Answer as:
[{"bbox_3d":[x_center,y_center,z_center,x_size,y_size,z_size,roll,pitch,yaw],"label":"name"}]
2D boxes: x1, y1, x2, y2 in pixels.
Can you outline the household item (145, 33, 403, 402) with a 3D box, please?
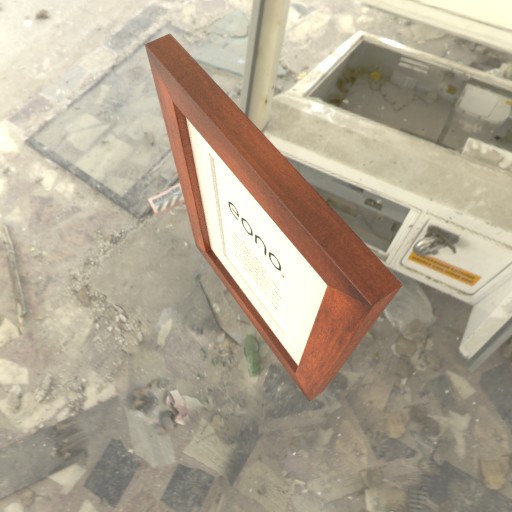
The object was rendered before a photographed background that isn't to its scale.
[{"bbox_3d":[0.000,0.000,0.338,0.020,0.250,0.200,-32,67,-15],"label":"household item"}]
